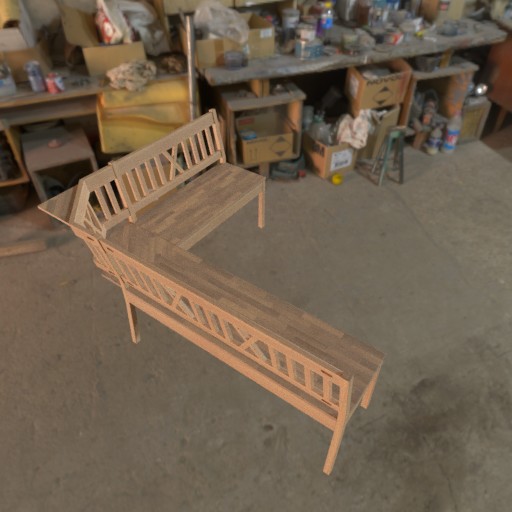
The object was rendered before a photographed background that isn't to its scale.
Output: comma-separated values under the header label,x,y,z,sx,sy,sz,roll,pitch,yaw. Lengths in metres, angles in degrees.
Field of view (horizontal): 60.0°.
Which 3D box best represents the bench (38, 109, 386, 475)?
label,x,y,z,sx,sy,sz,roll,pitch,yaw
bench,0.000,0.000,2.782,1.937,0.902,1.537,26,48,26
